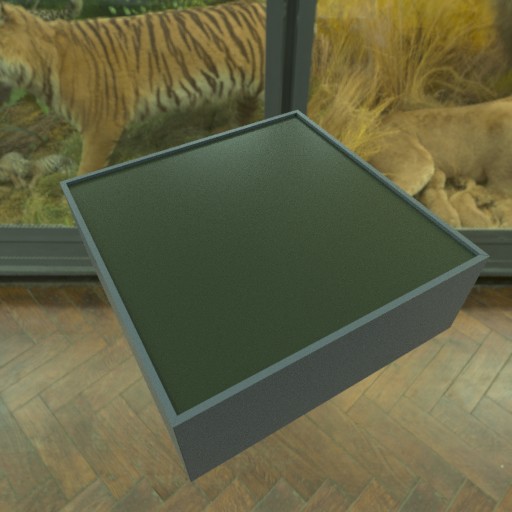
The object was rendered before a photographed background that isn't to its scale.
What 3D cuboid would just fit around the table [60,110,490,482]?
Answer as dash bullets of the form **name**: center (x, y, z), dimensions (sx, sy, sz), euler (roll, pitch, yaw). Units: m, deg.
- **table**: center (0.000, 0.000, 1.245), dimensions (0.801, 0.299, 0.801), euler (-23, 51, -20)
